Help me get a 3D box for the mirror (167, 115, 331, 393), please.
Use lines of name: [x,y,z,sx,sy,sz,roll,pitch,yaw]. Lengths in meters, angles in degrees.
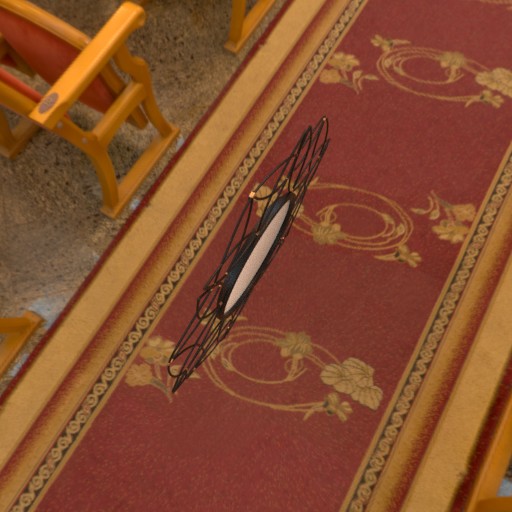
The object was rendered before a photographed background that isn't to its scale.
mirror: [0.000,0.000,1.161,0.028,0.775,0.797,30,76,8]
